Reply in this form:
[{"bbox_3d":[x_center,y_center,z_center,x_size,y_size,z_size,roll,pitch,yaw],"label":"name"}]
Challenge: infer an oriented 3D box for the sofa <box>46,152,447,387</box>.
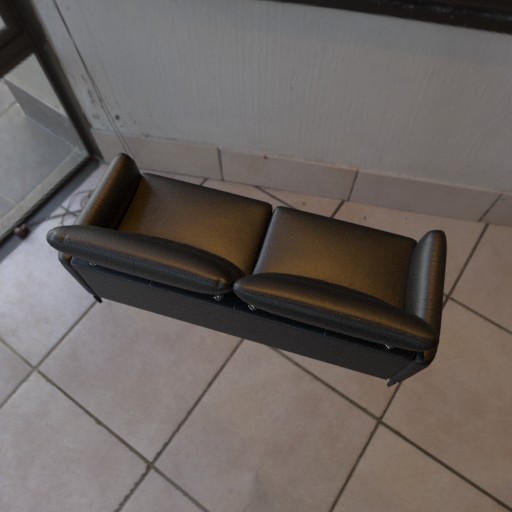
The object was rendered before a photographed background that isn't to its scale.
[{"bbox_3d":[0.000,0.000,2.551,2.069,0.957,0.856,15,65,7],"label":"sofa"}]
